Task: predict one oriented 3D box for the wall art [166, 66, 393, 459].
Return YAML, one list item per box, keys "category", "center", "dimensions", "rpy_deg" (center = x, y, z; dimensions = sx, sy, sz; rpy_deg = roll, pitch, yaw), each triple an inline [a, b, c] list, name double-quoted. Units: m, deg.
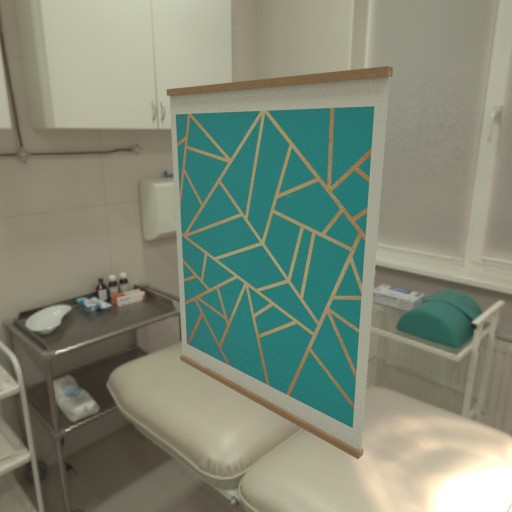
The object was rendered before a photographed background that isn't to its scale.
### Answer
- category: "wall art"
  center: [0.000, 0.000, 0.687]
  dimensions: [0.405, 0.508, 0.012]
  rpy_deg: [14, 21, 41]
